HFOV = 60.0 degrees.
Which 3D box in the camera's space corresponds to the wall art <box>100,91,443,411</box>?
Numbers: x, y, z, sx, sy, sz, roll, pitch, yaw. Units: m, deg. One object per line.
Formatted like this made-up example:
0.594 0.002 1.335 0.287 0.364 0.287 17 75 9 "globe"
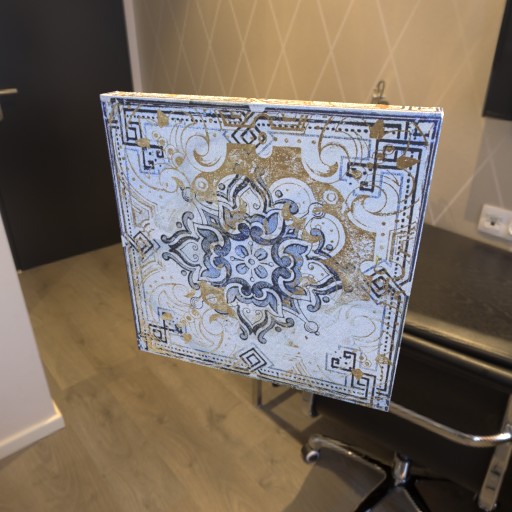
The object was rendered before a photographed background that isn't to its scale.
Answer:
0.000 0.000 0.613 0.411 0.410 0.038 9 29 17 "wall art"
